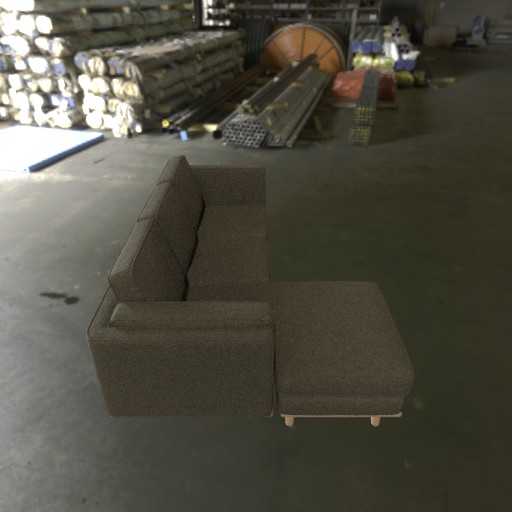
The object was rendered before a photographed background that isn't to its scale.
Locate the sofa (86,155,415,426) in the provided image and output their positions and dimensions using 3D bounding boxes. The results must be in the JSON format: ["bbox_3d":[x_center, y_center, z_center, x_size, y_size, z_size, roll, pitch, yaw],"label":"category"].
[{"bbox_3d":[0.000,0.000,3.177,1.604,0.929,2.411,0,30,0],"label":"sofa"}]
